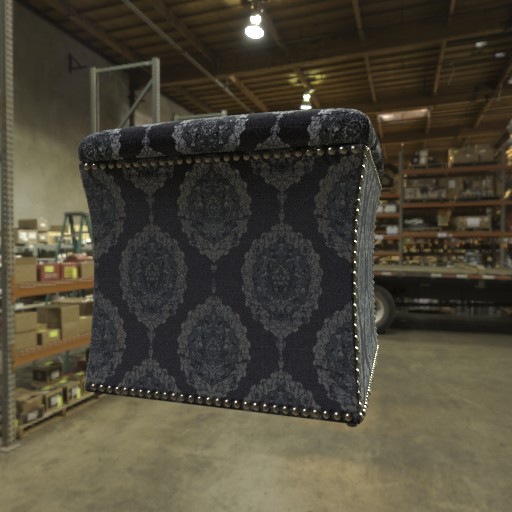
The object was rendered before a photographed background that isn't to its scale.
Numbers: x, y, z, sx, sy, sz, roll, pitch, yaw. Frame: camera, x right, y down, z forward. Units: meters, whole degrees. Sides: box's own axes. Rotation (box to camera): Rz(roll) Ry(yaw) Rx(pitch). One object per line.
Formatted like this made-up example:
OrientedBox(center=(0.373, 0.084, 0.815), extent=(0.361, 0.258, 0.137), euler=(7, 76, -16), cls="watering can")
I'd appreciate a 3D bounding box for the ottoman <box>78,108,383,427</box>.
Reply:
OrientedBox(center=(0.000, 0.000, 0.907), extent=(0.497, 0.475, 0.507), euler=(0, 2, 18), cls="ottoman")
